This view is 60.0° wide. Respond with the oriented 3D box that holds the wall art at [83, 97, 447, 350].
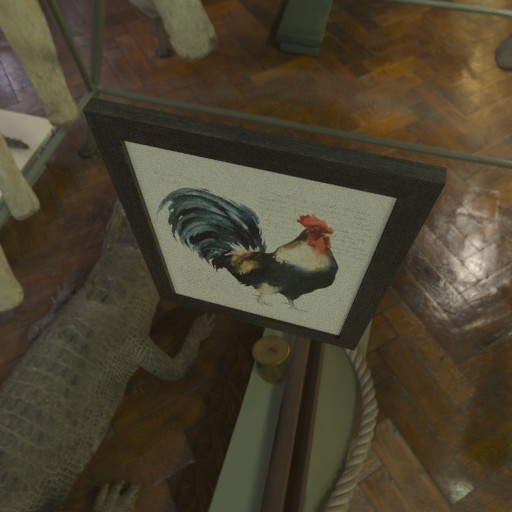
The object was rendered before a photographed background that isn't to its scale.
[{"bbox_3d":[0.000,0.000,0.817,0.479,0.580,0.027,13,59,8],"label":"wall art"}]
